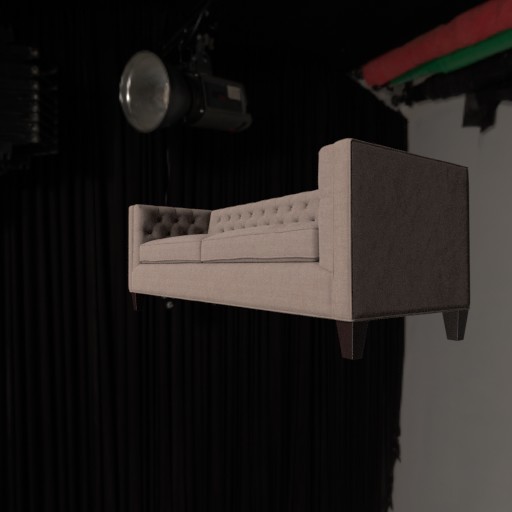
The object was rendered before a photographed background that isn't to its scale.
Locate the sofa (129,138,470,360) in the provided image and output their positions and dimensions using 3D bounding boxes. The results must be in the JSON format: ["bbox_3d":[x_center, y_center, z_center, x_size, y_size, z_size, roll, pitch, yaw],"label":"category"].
[{"bbox_3d":[0.000,0.000,2.590,0.775,0.762,2.159,1,-2,-35],"label":"sofa"}]
